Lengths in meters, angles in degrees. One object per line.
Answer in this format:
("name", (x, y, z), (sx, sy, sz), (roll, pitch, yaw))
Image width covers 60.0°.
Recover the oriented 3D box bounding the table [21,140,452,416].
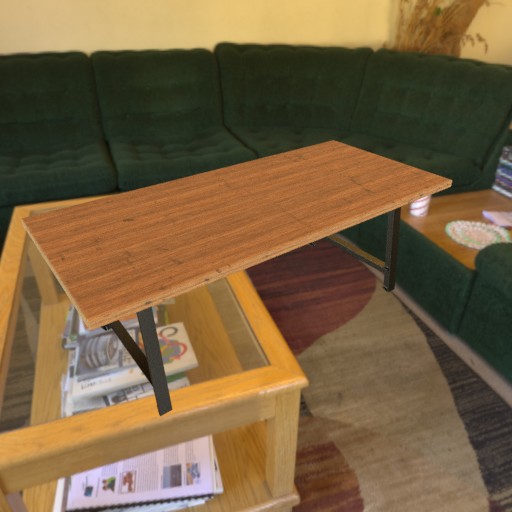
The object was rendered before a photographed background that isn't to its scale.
("table", (0.000, 0.000, 2.640), (2.200, 0.757, 1.000), (-21, 37, -31))
